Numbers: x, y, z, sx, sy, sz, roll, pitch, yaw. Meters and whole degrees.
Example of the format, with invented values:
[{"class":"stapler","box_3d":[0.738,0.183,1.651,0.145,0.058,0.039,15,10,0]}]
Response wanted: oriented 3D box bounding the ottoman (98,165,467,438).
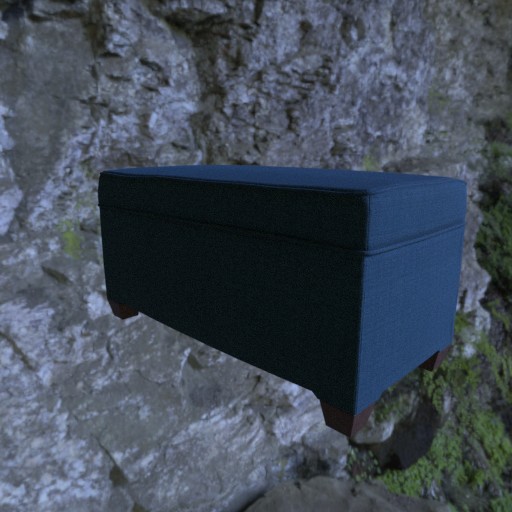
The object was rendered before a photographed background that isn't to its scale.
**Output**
[{"class":"ottoman","box_3d":[0.000,0.000,1.205,0.943,0.474,0.474,13,19,43]}]
